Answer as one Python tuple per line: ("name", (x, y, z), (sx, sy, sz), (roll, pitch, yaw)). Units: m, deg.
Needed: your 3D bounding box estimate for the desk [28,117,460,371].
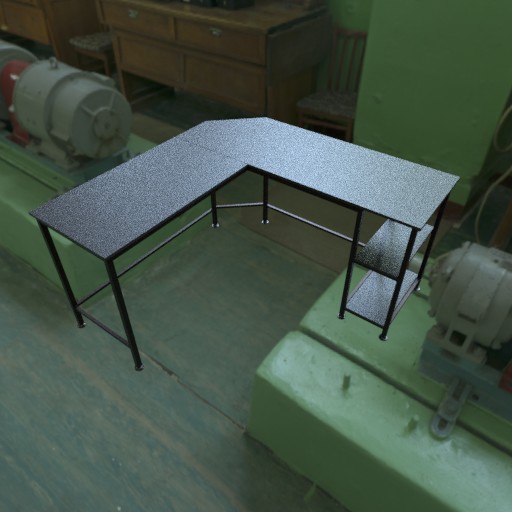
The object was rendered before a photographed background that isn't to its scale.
("desk", (0.000, 0.000, 2.227), (1.379, 0.739, 1.379), (26, 47, 27))
